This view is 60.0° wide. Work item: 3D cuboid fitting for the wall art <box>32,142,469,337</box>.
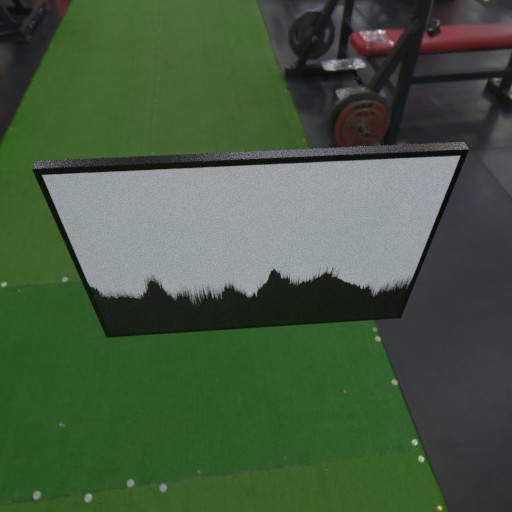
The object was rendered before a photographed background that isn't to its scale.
[{"bbox_3d":[0.000,0.000,0.834,0.659,0.446,0.022,-3,47,-3],"label":"wall art"}]
